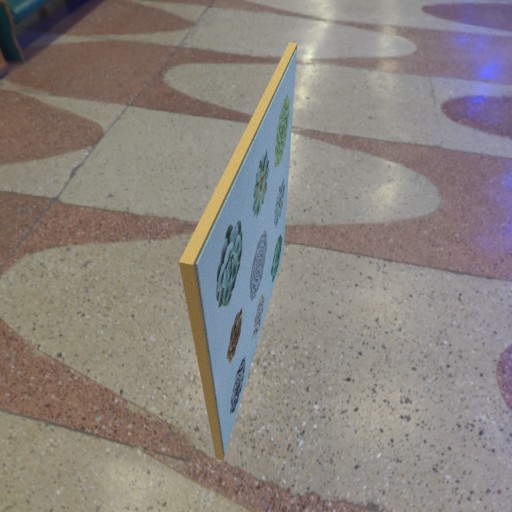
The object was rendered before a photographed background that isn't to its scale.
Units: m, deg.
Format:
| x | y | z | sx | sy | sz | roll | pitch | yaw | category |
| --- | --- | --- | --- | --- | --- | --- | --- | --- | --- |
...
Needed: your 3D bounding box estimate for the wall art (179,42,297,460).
| x | y | z | sx | sy | sz | roll | pitch | yaw | category |
| --- | --- | --- | --- | --- | --- | --- | --- | --- | --- |
| 0.000 | 0.000 | 0.675 | 0.013 | 0.455 | 0.457 | 10 | 48 | 10 | wall art |
